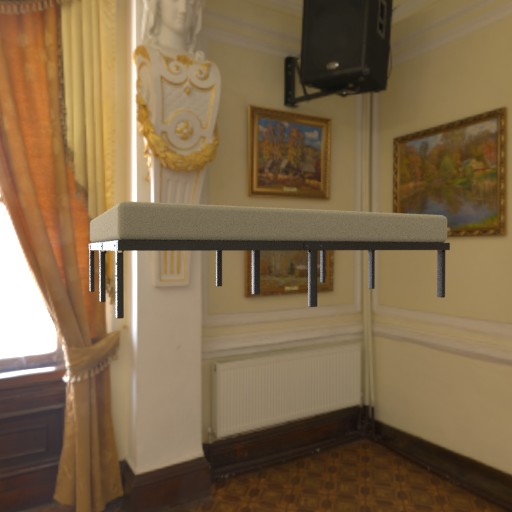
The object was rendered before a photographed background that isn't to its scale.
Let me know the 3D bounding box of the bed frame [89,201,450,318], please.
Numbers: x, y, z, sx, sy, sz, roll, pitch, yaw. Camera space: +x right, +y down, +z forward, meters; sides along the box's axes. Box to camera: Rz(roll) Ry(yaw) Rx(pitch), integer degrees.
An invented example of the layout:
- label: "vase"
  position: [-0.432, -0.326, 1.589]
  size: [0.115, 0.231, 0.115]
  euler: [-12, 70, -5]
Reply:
- label: "bed frame"
  position: [0.000, 0.000, 3.931]
  size: [2.842, 0.680, 2.205]
  euler: [0, 1, -18]
